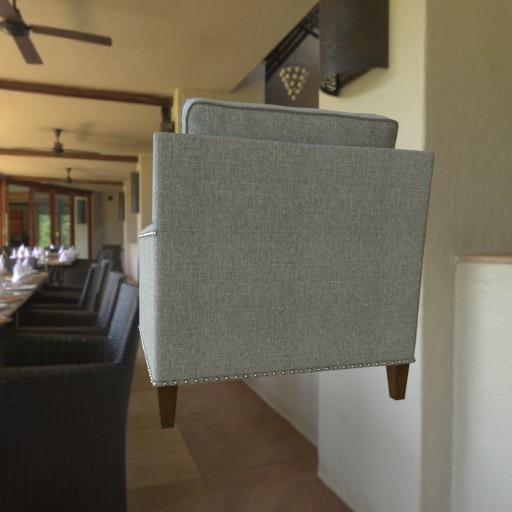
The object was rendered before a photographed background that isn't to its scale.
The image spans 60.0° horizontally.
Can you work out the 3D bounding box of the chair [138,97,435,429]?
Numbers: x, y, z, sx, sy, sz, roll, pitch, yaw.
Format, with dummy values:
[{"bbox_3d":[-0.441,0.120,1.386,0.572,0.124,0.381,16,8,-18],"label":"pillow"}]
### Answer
[{"bbox_3d":[0.000,0.000,1.721,0.853,0.943,1.014,-1,2,-17],"label":"chair"}]
